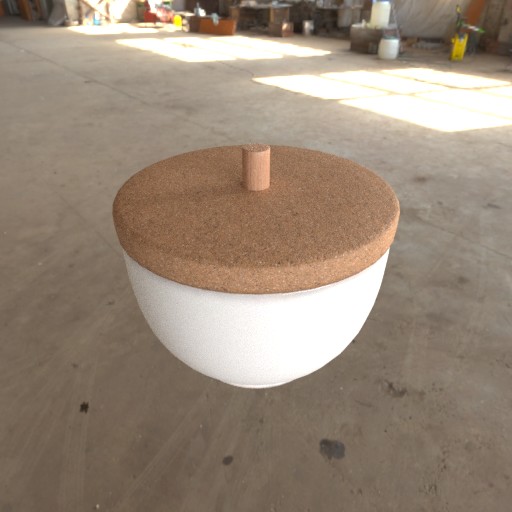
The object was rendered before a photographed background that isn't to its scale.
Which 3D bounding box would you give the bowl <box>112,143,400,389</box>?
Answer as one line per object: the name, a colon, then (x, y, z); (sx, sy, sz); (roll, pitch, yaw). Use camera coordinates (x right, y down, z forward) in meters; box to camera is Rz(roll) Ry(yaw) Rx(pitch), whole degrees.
bowl: (0.000, 0.000, 0.219); (0.126, 0.110, 0.126); (0, 33, 0)
